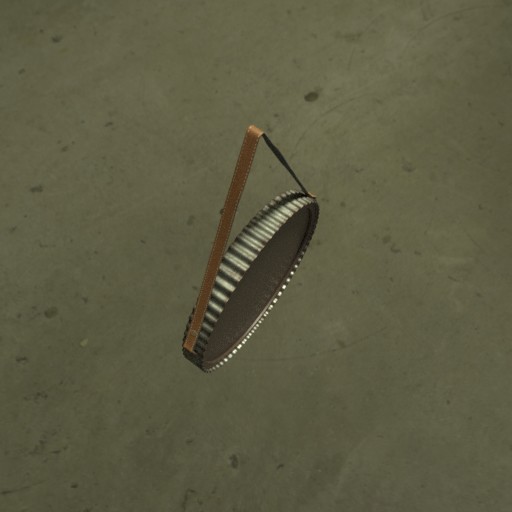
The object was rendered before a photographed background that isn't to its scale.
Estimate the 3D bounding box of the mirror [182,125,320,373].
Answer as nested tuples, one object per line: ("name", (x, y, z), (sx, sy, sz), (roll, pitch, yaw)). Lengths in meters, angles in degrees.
("mirror", (0.000, 0.000, 0.700), (0.042, 0.568, 0.355), (33, 68, 15))
